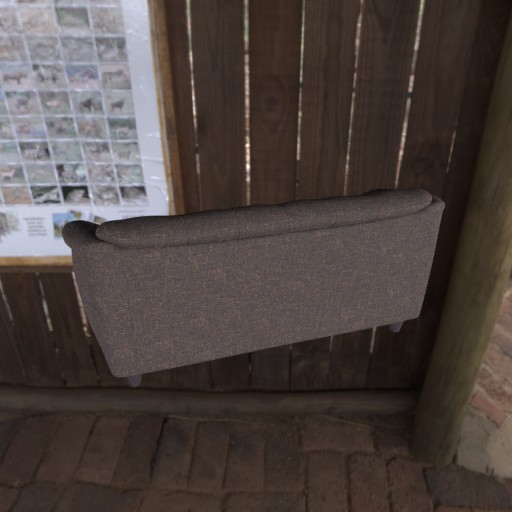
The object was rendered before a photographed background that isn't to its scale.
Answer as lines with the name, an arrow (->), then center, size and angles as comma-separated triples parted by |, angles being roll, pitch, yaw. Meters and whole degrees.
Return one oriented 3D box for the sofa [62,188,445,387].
sofa -> 0.000, 0.000, 2.314 | 1.849, 0.790, 0.887 | -8, 27, -16
